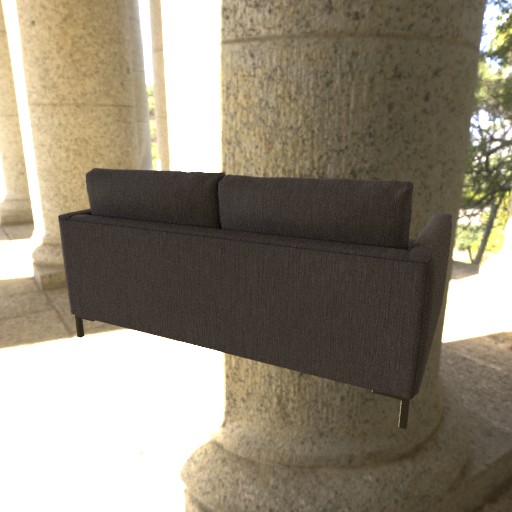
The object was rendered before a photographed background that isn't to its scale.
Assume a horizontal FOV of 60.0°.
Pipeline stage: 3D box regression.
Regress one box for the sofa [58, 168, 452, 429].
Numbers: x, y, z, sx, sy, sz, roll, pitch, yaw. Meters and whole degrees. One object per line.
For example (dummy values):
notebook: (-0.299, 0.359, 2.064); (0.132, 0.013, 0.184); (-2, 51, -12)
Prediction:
sofa: (0.000, 0.000, 2.142); (1.682, 0.840, 0.875); (8, 17, 26)
